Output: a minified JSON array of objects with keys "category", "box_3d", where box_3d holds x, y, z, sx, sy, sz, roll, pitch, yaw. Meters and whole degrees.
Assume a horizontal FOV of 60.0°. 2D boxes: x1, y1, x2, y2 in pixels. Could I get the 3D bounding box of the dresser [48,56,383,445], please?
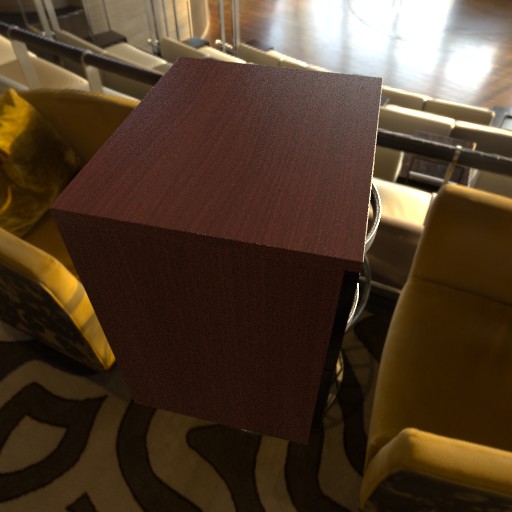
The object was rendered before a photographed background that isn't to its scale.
[{"category":"dresser","box_3d":[0.000,0.000,0.749,0.360,0.470,0.400,10,47,9]}]
